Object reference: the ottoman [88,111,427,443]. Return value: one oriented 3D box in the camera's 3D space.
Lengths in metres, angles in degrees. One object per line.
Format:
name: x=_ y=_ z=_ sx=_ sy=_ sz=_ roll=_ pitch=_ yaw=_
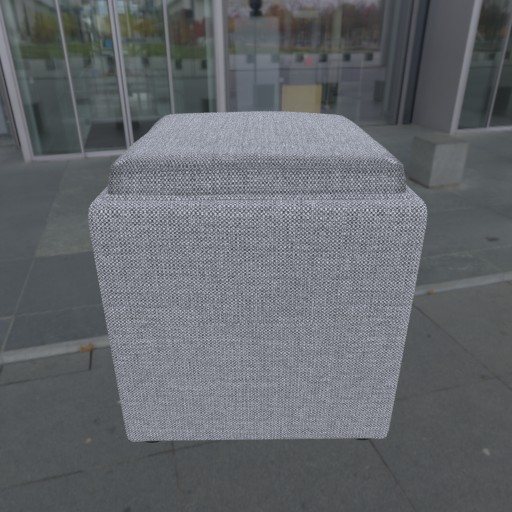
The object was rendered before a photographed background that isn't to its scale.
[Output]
ottoman: x=0.000 y=0.000 z=0.832 sx=0.436 sy=0.487 sz=0.454 roll=0 pitch=26 yaw=-1
